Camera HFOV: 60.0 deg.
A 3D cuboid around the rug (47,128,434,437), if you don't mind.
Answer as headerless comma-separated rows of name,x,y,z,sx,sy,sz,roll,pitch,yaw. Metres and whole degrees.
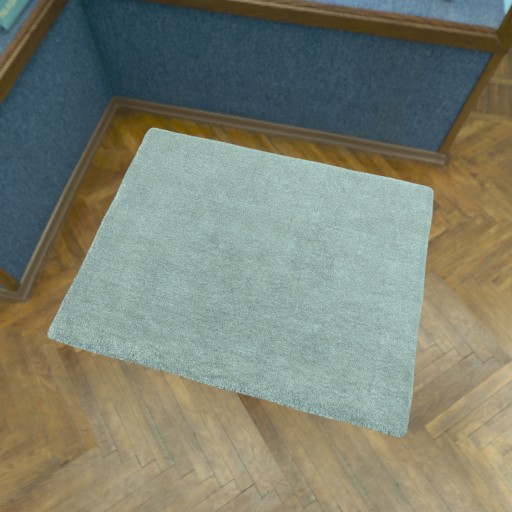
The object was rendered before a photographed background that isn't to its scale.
rug,0.000,0.000,3.912,2.933,0.027,2.332,14,64,7
